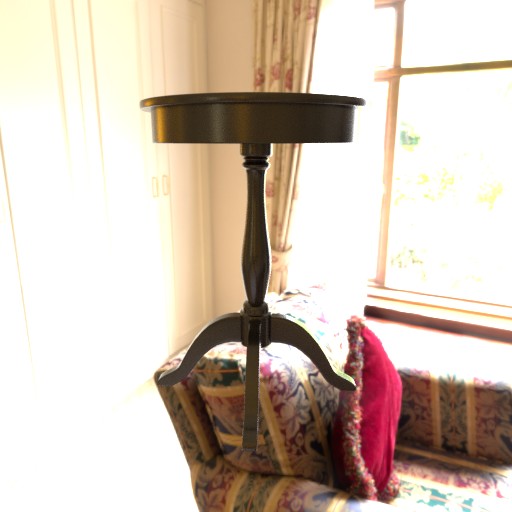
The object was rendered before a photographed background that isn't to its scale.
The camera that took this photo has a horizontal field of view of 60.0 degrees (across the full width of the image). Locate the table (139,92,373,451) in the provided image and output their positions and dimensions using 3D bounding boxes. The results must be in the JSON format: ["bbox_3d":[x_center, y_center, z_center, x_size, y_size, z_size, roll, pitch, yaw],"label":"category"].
[{"bbox_3d":[0.000,0.000,1.018,0.481,0.665,0.481,0,15,0],"label":"table"}]
